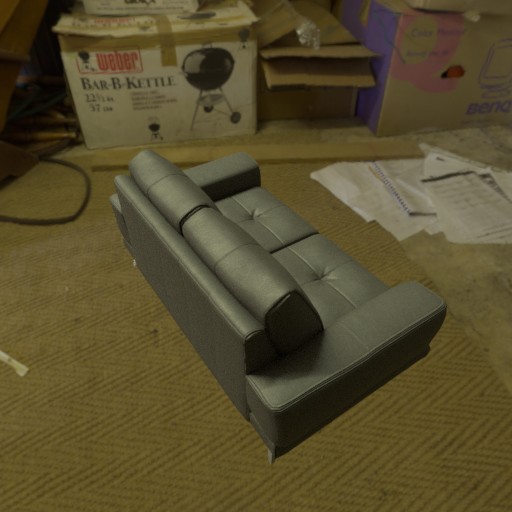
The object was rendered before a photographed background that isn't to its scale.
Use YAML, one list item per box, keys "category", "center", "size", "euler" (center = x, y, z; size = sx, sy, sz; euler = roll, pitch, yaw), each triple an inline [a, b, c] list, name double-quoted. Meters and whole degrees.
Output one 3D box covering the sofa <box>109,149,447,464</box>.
- category: "sofa"
  center: [0.000, 0.000, 2.446]
  size: [1.018, 0.907, 1.806]
  euler: [-24, 47, -25]
